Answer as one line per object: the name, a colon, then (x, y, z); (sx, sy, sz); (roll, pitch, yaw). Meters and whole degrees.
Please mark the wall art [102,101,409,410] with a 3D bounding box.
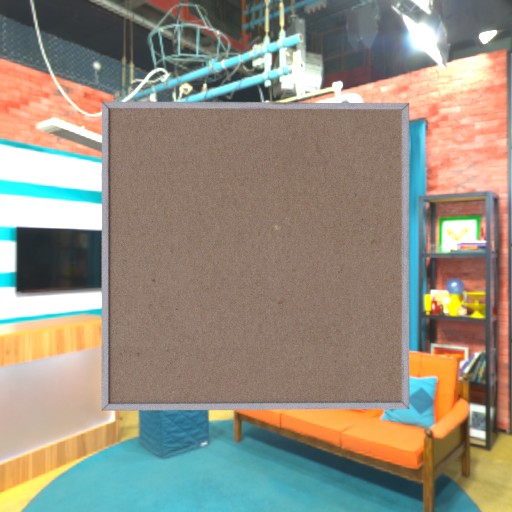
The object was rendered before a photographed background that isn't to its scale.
wall art: (0.000, 0.000, 0.458); (0.305, 0.305, 0.038); (0, 0, -1)
